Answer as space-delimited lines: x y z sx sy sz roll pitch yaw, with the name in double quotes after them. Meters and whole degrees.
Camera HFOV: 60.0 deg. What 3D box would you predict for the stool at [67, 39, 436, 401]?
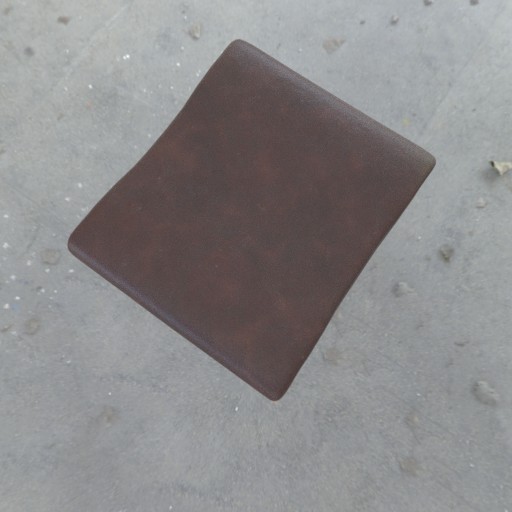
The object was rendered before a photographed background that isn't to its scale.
0.000 0.000 1.046 0.401 0.769 0.465 34 79 8 "stool"
